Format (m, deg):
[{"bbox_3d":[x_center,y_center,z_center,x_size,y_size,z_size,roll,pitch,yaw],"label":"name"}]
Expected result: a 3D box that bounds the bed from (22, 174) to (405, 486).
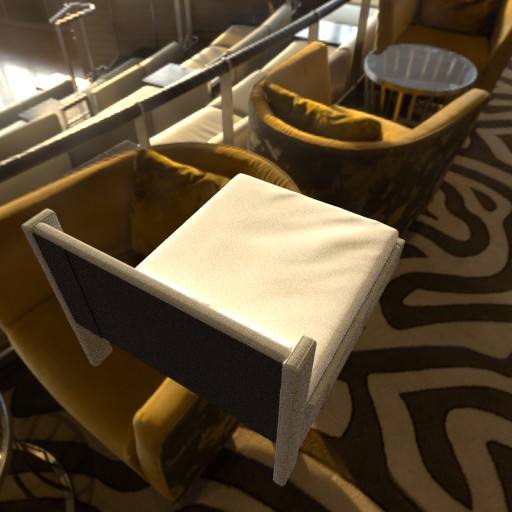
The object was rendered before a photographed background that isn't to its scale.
[{"bbox_3d":[0.000,0.000,3.365,1.774,1.491,2.222,24,50,21],"label":"bed"}]
